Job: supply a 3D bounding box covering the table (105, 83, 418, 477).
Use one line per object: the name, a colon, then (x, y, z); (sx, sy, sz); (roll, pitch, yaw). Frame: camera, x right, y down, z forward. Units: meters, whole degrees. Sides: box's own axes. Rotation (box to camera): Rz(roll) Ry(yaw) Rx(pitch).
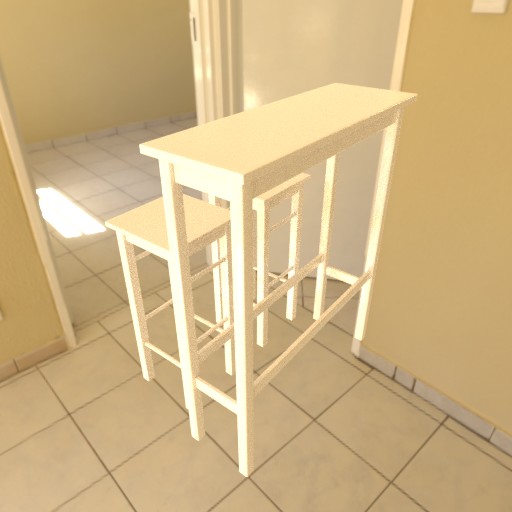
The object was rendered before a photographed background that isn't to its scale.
table: (0.000, 0.000, 1.613); (0.650, 1.065, 0.915); (22, 38, 31)
